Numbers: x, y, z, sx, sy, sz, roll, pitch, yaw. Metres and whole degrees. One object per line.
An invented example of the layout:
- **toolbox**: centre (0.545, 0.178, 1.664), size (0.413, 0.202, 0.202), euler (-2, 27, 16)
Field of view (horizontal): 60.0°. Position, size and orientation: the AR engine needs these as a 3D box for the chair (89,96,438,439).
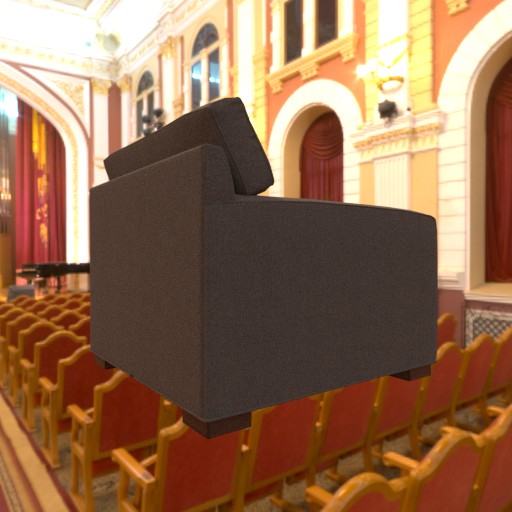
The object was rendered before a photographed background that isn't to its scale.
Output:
- **chair**: centre (0.000, 0.000, 1.798), size (1.043, 0.913, 0.997), euler (0, 1, -36)
